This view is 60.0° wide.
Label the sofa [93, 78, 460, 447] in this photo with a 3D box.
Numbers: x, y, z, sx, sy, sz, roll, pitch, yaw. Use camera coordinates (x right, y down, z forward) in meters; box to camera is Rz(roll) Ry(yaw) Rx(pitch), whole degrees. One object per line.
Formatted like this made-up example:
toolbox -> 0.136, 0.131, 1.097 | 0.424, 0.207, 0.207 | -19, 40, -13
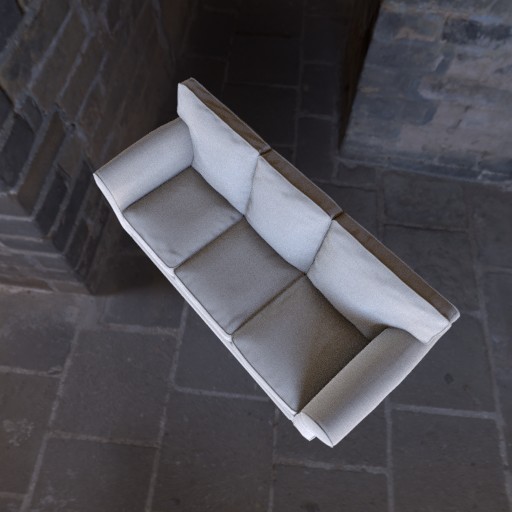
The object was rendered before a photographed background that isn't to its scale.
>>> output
sofa -> 0.000, 0.000, 2.645 | 0.916, 0.961, 2.084 | -38, 69, -17
